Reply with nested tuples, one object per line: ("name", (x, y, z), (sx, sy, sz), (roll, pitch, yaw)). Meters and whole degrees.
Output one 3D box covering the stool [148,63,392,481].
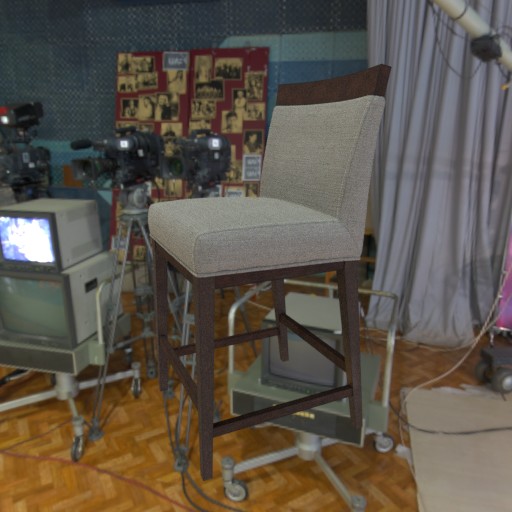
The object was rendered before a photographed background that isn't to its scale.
("stool", (0.000, 0.000, 1.303), (0.531, 1.009, 0.512), (-7, 17, -24))
